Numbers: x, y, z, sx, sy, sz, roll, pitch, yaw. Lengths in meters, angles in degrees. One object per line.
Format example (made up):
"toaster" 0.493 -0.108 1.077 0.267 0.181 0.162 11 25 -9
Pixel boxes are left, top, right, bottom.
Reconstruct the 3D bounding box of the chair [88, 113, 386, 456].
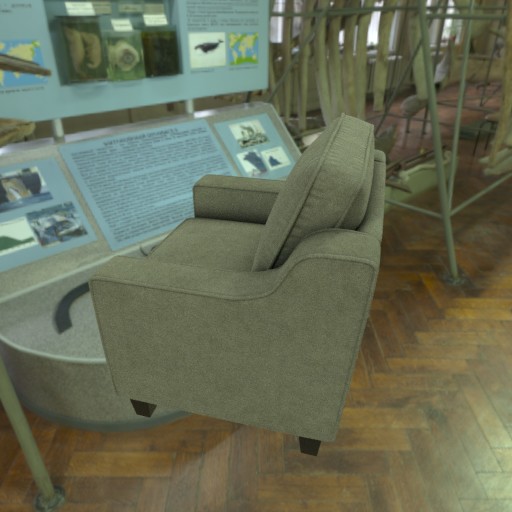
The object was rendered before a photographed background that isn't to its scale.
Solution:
"chair" 0.000 0.000 1.629 0.840 0.944 0.926 8 30 13
